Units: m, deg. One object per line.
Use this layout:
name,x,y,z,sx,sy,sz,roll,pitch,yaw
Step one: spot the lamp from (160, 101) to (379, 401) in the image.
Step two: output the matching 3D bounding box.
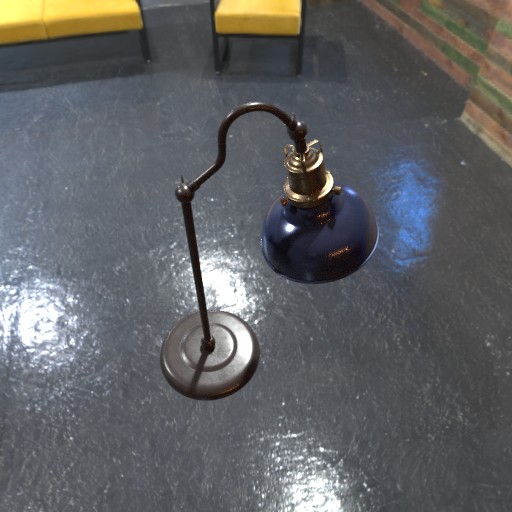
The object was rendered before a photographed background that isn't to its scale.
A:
lamp,0.000,0.000,0.685,0.374,0.508,0.192,-10,48,-9
